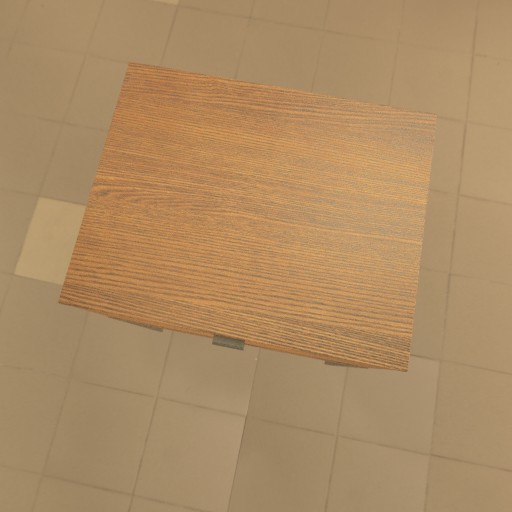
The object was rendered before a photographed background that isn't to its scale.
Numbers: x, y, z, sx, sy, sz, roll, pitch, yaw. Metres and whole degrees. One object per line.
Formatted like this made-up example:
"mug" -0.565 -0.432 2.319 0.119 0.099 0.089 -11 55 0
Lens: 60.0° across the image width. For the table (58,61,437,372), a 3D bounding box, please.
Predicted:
"table" 0.000 0.000 0.936 0.482 0.610 0.400 11 77 2
